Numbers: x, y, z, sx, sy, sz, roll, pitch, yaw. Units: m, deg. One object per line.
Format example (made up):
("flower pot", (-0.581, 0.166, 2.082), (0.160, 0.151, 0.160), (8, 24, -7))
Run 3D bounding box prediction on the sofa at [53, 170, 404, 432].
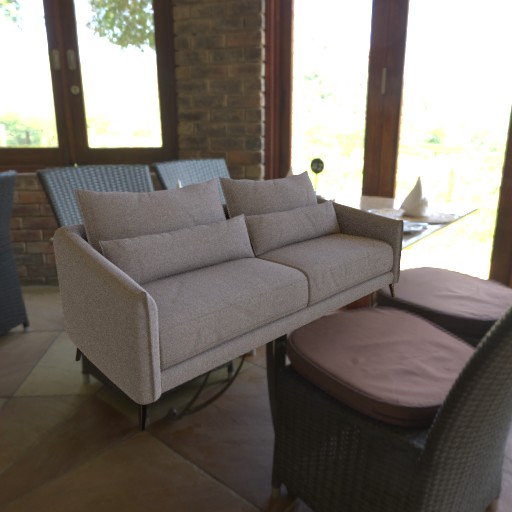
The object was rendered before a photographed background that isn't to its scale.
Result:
("sofa", (0.000, 0.000, 2.468), (0.809, 0.833, 2.022), (14, 20, 42))
